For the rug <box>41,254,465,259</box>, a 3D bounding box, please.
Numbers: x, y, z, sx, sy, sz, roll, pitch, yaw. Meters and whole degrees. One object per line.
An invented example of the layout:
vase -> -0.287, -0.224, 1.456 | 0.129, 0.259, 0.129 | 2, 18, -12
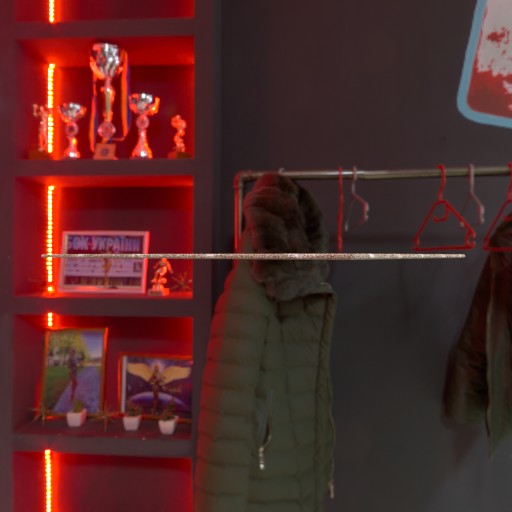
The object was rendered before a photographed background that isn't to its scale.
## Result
rug -> 0.000, 0.000, 4.057 | 3.047, 0.029, 2.438 | 0, 0, 37
